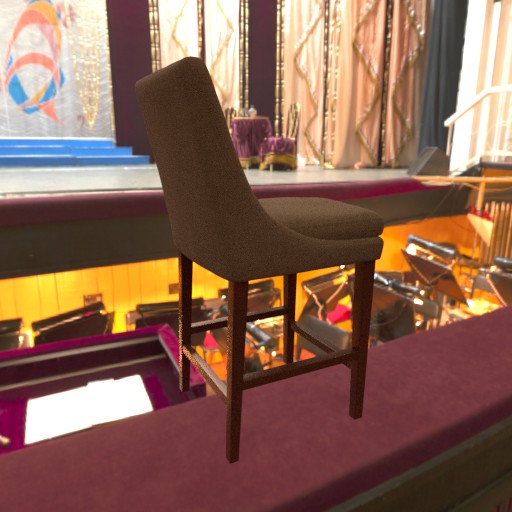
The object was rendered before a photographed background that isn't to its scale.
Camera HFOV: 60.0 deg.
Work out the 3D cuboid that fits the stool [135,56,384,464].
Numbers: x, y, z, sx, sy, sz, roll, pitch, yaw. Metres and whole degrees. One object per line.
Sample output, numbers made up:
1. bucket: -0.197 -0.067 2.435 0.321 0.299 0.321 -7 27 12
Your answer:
1. stool: 0.000 0.000 1.292 0.577 0.981 0.470 -7 16 -27
